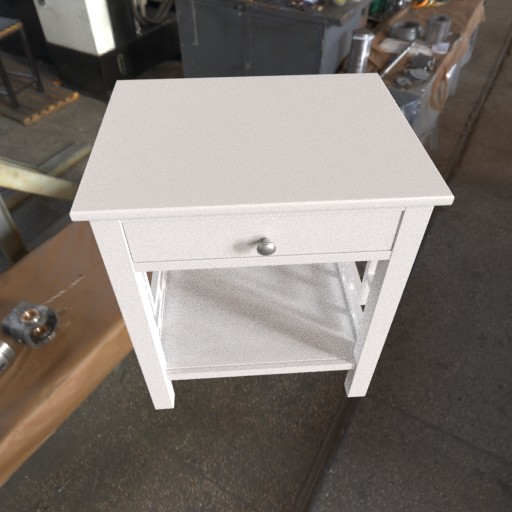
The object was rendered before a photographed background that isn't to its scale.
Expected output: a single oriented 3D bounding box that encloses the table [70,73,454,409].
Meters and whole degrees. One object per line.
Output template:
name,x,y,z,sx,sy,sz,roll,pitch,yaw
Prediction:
table,0.000,0.000,1.024,0.564,0.646,0.451,-3,45,-3
